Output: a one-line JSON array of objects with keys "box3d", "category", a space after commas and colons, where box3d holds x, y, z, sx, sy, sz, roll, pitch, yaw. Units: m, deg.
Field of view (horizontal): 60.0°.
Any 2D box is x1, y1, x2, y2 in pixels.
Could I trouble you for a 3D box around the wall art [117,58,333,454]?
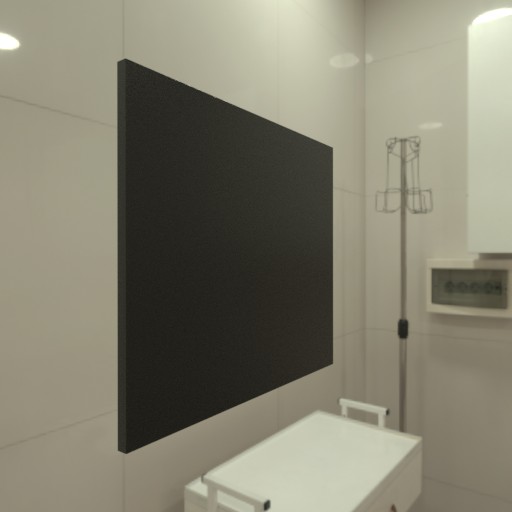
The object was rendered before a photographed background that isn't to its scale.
[{"box3d": [0.000, 0.000, 0.528, 0.012, 0.332, 0.383, 0, 0, 36], "category": "wall art"}]
